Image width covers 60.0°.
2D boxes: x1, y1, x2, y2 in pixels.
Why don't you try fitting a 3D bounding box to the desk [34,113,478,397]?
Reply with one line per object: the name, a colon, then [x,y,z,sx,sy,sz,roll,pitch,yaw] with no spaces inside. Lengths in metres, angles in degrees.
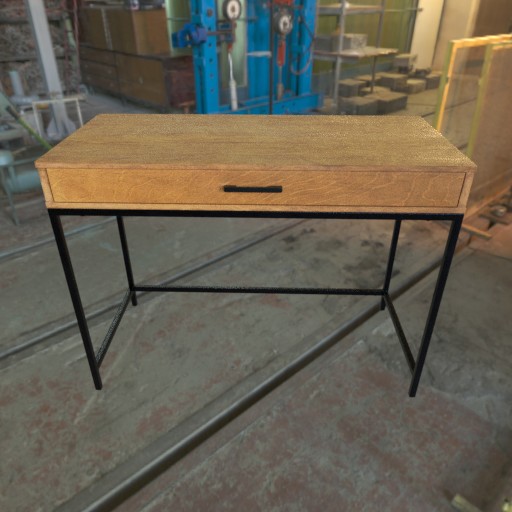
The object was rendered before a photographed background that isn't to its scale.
desk: [0.000,0.000,1.402,1.016,0.762,0.470,1,31,1]
